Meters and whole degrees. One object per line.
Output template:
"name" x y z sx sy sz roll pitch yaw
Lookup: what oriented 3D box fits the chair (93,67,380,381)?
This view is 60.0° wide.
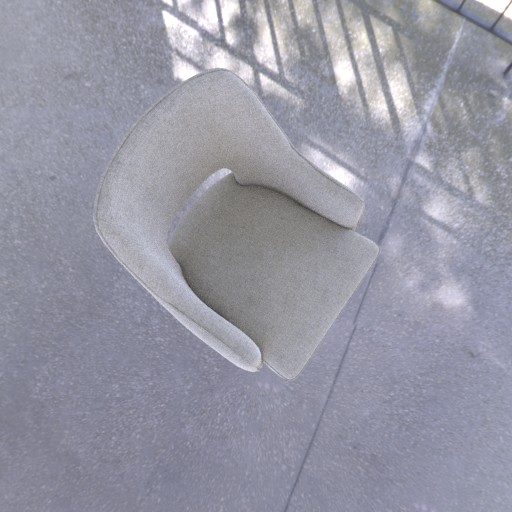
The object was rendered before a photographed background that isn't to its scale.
"chair" 0.000 0.000 1.246 0.605 0.849 0.548 35 78 8
